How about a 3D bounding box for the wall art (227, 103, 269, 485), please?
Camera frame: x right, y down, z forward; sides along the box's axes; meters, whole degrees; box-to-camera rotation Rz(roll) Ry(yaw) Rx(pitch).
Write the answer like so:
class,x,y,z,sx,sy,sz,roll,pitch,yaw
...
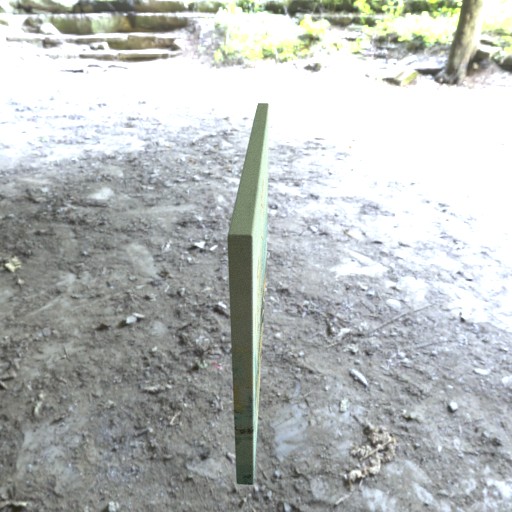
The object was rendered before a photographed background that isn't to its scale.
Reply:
class,x,y,z,sx,sy,sz,roll,pitch,yaw
wall art,0.000,0.000,1.193,0.038,0.609,0.913,2,31,3
